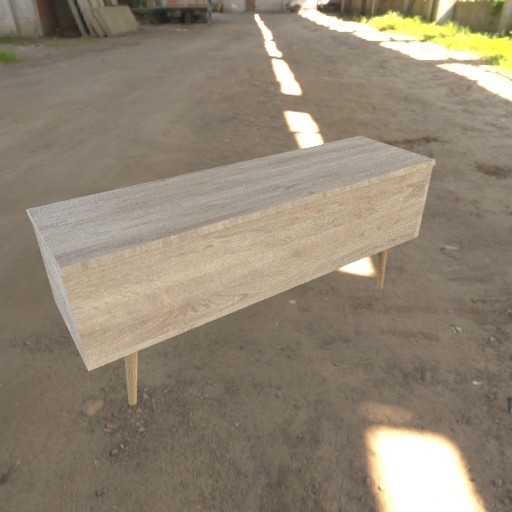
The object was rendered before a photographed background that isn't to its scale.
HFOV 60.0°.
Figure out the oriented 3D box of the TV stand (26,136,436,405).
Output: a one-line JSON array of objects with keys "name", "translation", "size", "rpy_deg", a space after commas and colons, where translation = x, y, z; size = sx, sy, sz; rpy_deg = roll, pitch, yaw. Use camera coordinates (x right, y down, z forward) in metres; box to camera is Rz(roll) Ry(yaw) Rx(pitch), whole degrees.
[{"name": "TV stand", "translation": [0.000, 0.000, 1.577], "size": [1.313, 0.565, 0.401], "rpy_deg": [-19, 36, -29]}]
